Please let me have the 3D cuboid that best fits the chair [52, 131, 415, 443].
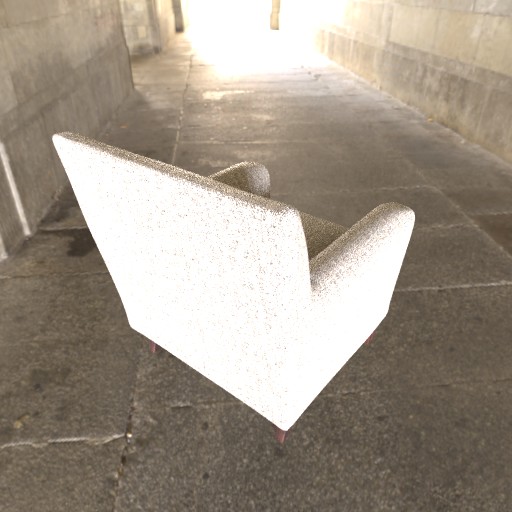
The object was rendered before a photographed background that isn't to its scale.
[{"bbox_3d":[0.000,0.000,1.599,0.864,0.928,0.873,23,39,33],"label":"chair"}]
